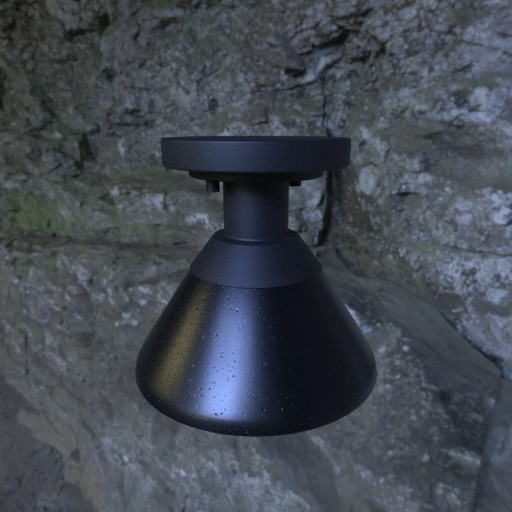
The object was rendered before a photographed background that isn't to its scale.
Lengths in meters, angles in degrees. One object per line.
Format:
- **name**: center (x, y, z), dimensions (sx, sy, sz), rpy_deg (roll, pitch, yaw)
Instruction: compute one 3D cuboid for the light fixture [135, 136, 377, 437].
- **light fixture**: center (0.000, 0.000, 0.355), dimensions (0.200, 0.183, 0.200), rpy_deg (0, 16, 0)
